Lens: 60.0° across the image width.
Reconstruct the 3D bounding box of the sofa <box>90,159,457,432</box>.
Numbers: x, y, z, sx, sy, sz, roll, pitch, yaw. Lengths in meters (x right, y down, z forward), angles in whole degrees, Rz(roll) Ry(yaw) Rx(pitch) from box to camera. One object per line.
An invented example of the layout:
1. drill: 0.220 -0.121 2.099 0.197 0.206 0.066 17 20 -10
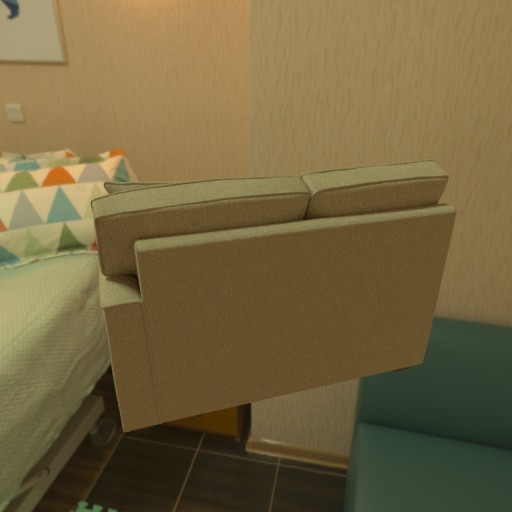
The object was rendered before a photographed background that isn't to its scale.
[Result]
1. sofa: 0.000 0.000 2.106 1.388 0.989 0.991 -8 28 -15
